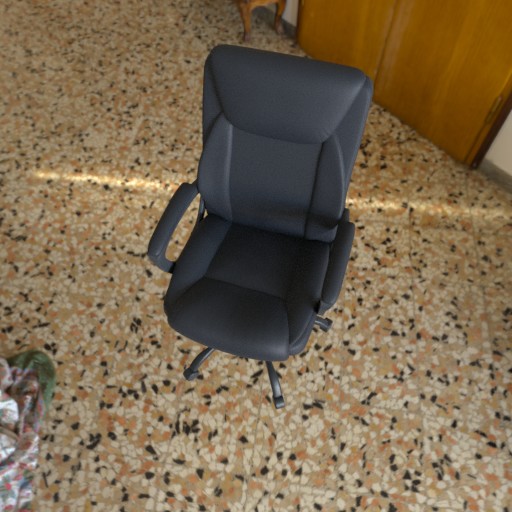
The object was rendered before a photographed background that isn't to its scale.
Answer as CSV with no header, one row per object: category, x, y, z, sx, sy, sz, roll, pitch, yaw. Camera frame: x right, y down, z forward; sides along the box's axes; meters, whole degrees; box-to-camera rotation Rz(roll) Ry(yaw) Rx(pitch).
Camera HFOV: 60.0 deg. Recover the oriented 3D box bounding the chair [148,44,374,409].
chair,0.000,0.000,1.444,0.615,1.072,0.655,15,57,10
